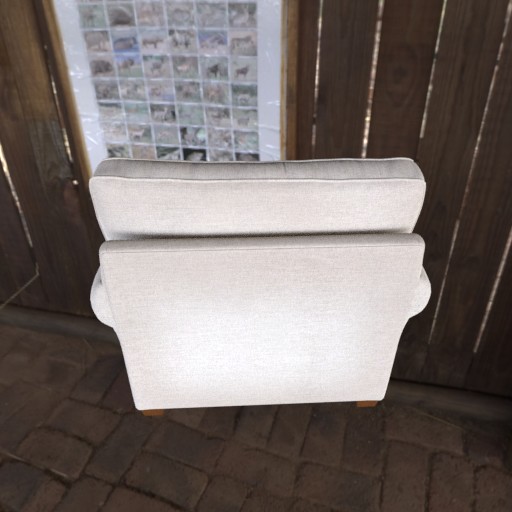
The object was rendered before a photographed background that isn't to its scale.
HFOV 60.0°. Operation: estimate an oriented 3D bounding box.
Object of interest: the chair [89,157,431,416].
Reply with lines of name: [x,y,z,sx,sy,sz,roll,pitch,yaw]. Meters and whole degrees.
chair: [0.000,0.000,1.786,1.092,0.961,0.965,-1,29,-3]
